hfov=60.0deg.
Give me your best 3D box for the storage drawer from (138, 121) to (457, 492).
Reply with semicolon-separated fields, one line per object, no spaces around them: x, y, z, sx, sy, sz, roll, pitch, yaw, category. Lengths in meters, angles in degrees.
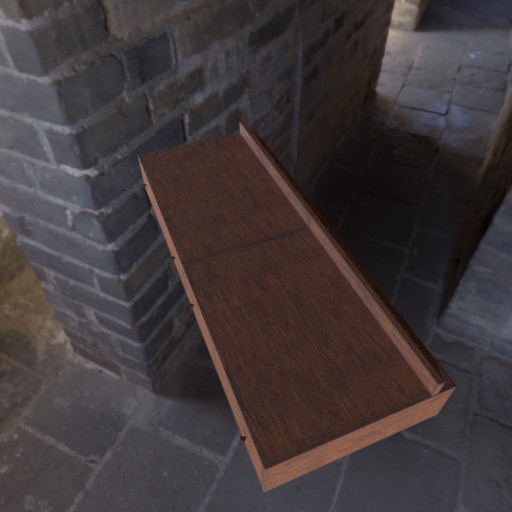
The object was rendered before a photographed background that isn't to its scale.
0.000;0.000;2.172;0.774;0.339;1.914;-16;48;-15;storage drawer
